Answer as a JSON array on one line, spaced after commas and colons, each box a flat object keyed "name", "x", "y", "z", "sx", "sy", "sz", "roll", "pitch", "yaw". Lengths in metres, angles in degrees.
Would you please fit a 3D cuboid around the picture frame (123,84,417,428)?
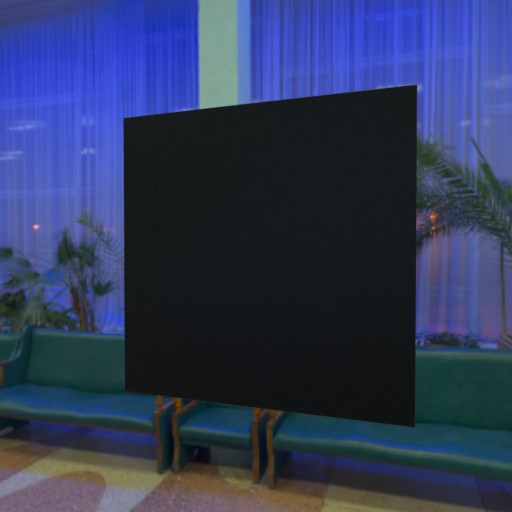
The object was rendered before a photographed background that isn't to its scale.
[{"name": "picture frame", "x": 0.000, "y": 0.000, "z": 0.823, "sx": 0.559, "sy": 0.557, "sz": 0.029, "roll": 0, "pitch": 1, "yaw": 19}]
